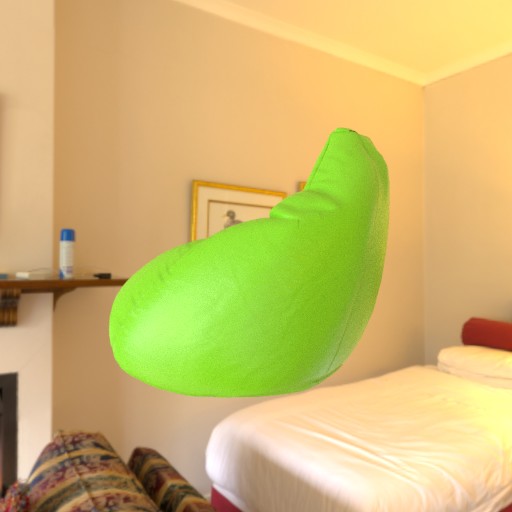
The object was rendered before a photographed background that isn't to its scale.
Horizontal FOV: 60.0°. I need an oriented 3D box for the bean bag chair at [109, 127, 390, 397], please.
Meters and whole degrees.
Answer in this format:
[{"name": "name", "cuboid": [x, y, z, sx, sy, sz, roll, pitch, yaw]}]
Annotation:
[{"name": "bean bag chair", "cuboid": [0.000, 0.000, 1.850, 1.070, 0.990, 1.070, 0, -1, 18]}]
